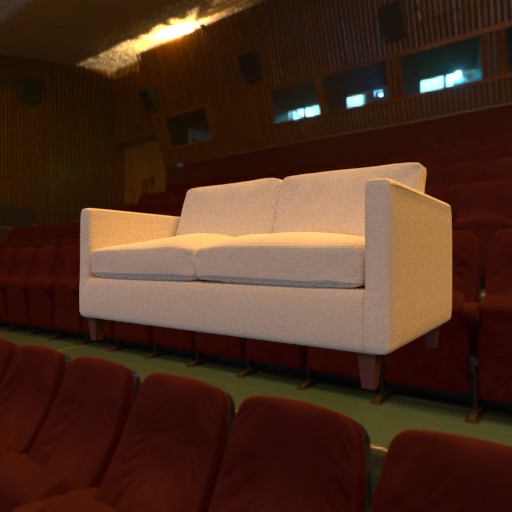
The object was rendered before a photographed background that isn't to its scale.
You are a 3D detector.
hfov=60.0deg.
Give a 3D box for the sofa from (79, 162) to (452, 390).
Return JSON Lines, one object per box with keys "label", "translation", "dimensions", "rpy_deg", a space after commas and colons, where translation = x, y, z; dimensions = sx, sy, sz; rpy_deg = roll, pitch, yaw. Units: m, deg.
{"label": "sofa", "translation": [0.000, 0.000, 2.263], "dimensions": [1.702, 0.888, 0.964], "rpy_deg": [0, 0, 35]}
